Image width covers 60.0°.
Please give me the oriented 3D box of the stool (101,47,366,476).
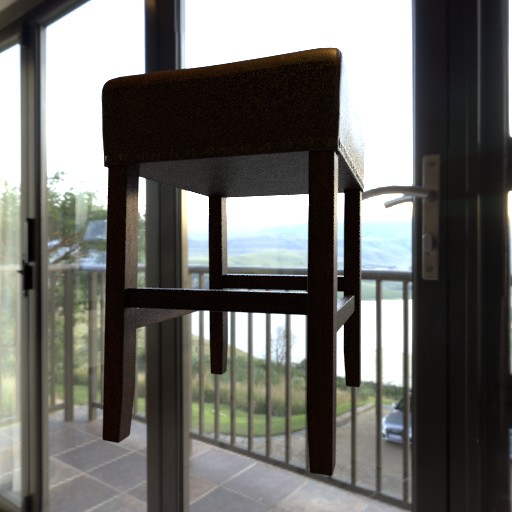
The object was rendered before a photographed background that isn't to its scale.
[{"bbox_3d":[0.000,0.000,0.888,0.397,0.608,0.465,0,0,18],"label":"stool"}]
